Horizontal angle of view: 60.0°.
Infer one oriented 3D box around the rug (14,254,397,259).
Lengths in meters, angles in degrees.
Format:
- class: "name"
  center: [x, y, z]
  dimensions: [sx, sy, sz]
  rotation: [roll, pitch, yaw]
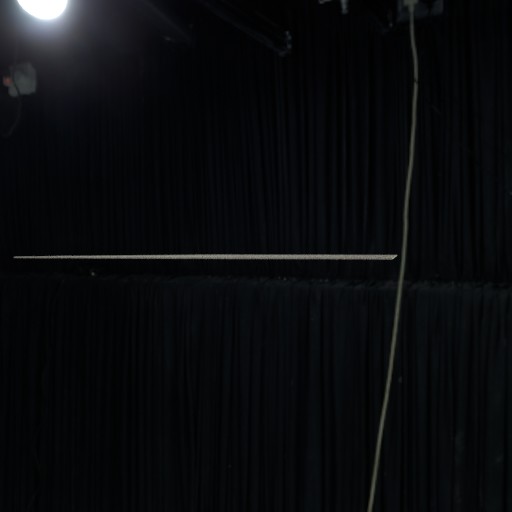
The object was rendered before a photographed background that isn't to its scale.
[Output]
- class: "rug"
  center: [0.000, 0.000, 4.058]
  dimensions: [2.444, 0.012, 3.048]
  rotation: [0, 0, 18]
